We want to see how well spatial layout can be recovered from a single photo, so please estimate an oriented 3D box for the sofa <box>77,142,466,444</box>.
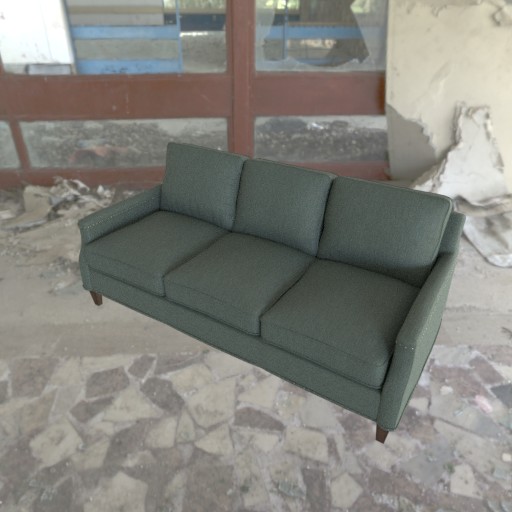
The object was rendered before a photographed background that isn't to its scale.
[{"bbox_3d":[0.000,0.000,2.810,2.246,1.003,1.084,18,35,28],"label":"sofa"}]
